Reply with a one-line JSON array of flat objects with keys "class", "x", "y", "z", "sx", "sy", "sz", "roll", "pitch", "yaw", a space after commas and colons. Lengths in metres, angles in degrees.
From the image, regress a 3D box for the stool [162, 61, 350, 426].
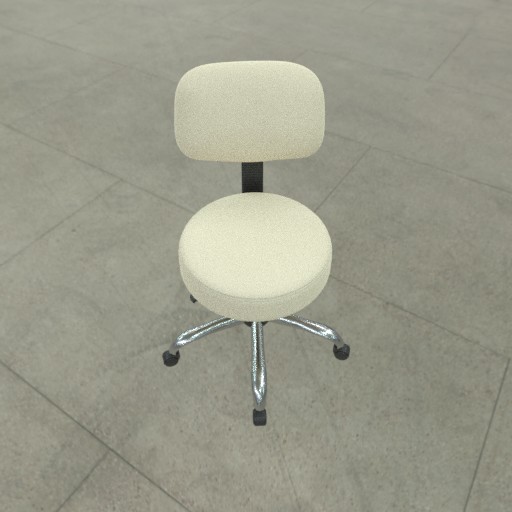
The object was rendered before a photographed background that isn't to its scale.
[{"class": "stool", "x": 0.000, "y": 0.000, "z": 1.208, "sx": 0.609, "sy": 0.810, "sz": 0.616, "roll": -1, "pitch": 46, "yaw": -1}]
